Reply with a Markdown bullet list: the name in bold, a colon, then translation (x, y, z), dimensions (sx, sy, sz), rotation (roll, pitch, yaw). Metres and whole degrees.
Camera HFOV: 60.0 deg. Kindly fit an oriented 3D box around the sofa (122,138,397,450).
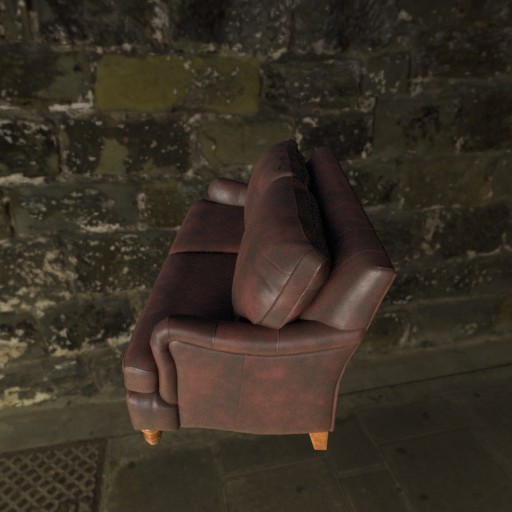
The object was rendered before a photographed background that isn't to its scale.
- **sofa**: translation (0.000, 0.000, 2.800), dimensions (1.147, 1.071, 2.144), rotation (1, 27, 1)
